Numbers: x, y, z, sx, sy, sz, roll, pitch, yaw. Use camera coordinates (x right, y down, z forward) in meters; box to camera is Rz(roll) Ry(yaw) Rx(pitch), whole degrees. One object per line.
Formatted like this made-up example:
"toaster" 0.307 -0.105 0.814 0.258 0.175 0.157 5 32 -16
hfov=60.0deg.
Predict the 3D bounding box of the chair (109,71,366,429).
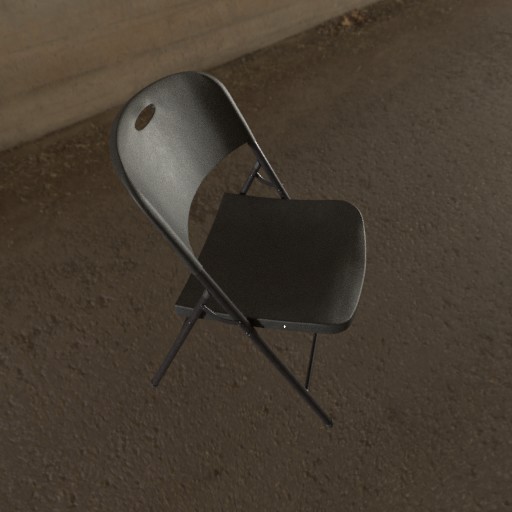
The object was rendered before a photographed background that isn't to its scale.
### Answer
"chair" 0.000 0.000 1.171 0.566 0.810 0.494 10 49 9
